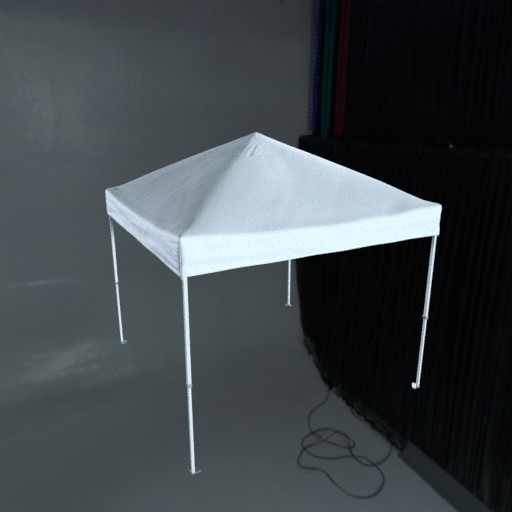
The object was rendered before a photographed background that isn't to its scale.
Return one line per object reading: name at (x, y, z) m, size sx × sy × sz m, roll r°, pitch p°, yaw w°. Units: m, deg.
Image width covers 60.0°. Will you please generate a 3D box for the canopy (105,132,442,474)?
canopy at (0.000, 0.000, 5.572) m, size 2.996 × 2.997 × 2.998 m, roll -9°, pitch 19°, yaw -27°
